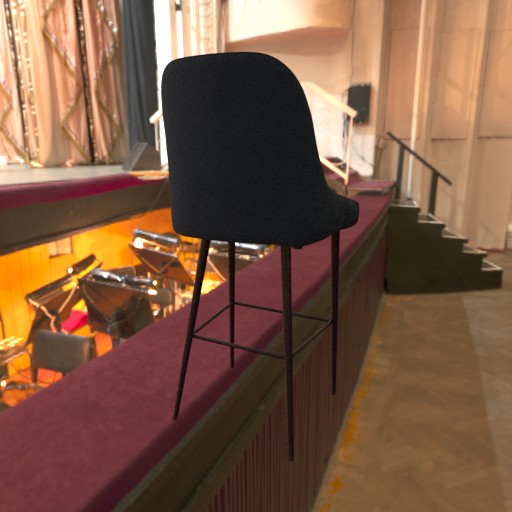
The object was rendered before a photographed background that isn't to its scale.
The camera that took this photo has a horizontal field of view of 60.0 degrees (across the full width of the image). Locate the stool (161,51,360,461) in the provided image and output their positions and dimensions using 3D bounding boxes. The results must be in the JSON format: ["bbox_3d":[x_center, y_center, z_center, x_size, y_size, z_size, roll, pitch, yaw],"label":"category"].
[{"bbox_3d":[0.000,0.000,1.370,0.527,1.079,0.489,8,17,26],"label":"stool"}]
